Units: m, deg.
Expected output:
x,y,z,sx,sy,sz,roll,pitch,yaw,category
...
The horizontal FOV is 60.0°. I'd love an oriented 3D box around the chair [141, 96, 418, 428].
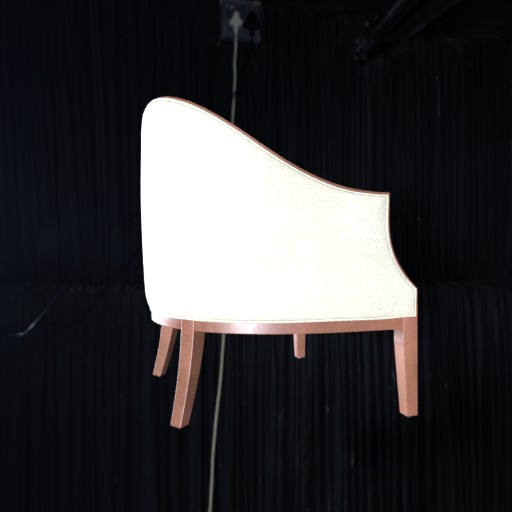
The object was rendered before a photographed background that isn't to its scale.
x,y,z,sx,sy,sz,roll,pitch,yaw,category
0.000,0.000,1.465,0.735,0.876,0.803,0,0,-18,chair
